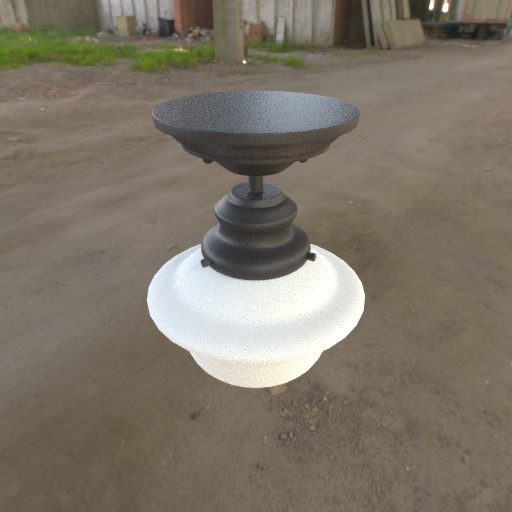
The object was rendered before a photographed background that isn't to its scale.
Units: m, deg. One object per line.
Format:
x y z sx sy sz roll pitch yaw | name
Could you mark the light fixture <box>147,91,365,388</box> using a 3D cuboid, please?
0.000 0.000 0.394 0.197 0.254 0.197 0 30 0 | light fixture
